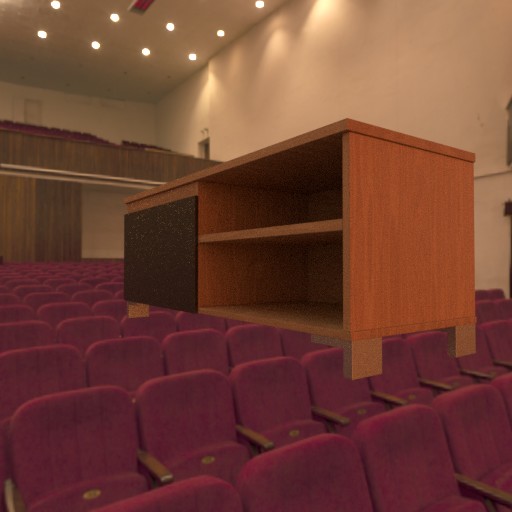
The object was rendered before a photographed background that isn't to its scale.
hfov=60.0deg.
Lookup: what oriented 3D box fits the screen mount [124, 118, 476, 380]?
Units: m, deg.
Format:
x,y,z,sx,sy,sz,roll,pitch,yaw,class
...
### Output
x,y,z,sx,sy,sz,roll,pitch,yaw,class
0.000,0.000,1.282,0.406,0.432,1.084,1,-1,-35,screen mount
